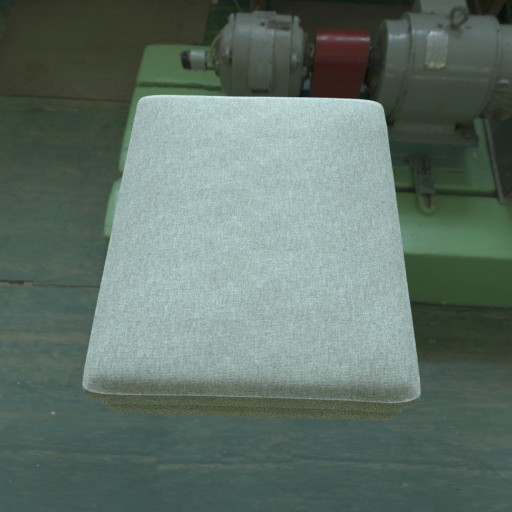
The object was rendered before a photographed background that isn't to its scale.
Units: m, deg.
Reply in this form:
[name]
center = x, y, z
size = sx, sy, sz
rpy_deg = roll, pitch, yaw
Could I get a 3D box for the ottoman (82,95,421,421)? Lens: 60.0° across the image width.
[ottoman]
center = 0.000, 0.000, 1.211
size = 0.693, 0.474, 0.821
rpy_deg = 1, 63, 1
